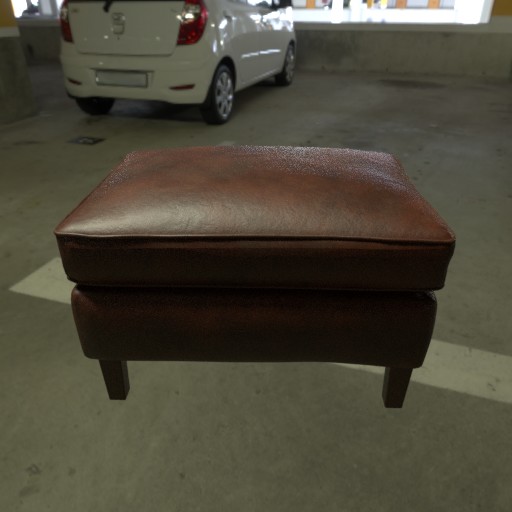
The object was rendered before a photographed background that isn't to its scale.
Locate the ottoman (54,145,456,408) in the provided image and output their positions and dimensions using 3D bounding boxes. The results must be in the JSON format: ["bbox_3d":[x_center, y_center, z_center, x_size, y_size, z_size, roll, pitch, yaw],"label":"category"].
[{"bbox_3d":[0.000,0.000,0.972,0.665,0.432,0.501,1,30,2],"label":"ottoman"}]
